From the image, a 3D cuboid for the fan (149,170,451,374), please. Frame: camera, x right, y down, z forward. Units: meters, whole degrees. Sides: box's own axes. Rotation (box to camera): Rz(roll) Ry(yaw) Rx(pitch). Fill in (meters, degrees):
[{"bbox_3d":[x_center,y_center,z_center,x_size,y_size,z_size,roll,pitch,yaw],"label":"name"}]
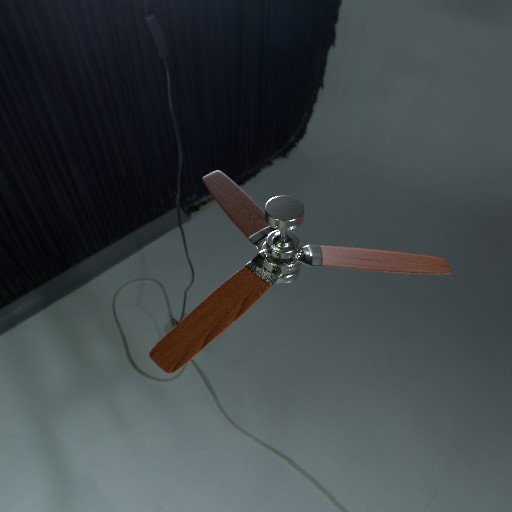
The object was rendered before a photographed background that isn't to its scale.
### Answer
[{"bbox_3d":[0.000,0.000,2.012,1.416,0.410,1.271,31,53,27],"label":"fan"}]
